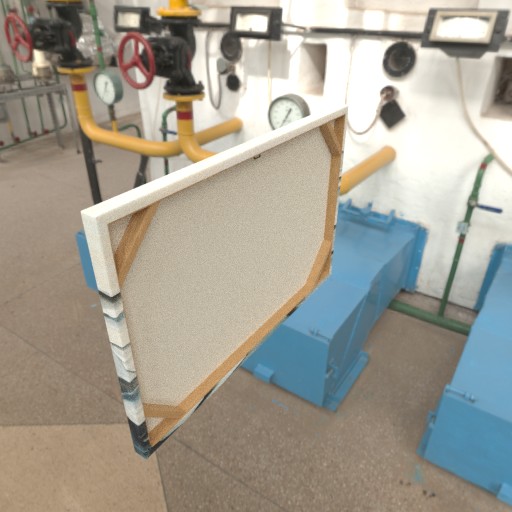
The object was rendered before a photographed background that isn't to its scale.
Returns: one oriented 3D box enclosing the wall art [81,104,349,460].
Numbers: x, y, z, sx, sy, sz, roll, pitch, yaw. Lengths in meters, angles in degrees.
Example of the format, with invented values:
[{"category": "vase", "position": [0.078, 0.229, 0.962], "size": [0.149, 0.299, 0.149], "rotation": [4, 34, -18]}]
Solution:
[{"category": "wall art", "position": [0.000, 0.000, 1.166], "size": [0.039, 0.609, 0.914], "rotation": [20, 37, 29]}]
